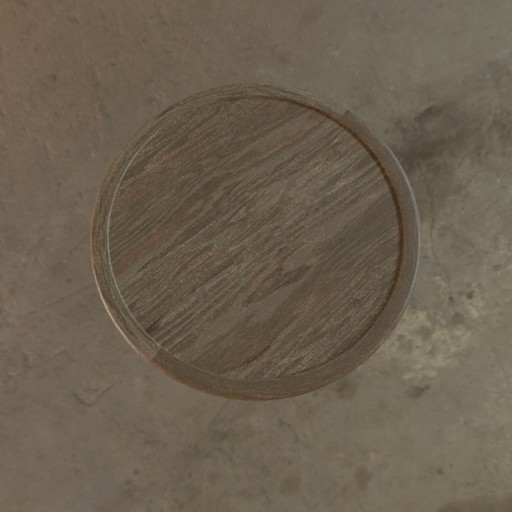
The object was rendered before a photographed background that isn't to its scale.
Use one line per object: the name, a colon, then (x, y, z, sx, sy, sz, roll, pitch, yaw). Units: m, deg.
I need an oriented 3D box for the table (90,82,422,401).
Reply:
table: (0.000, 0.000, 1.023, 0.607, 0.450, 0.607, 0, 76, 0)
